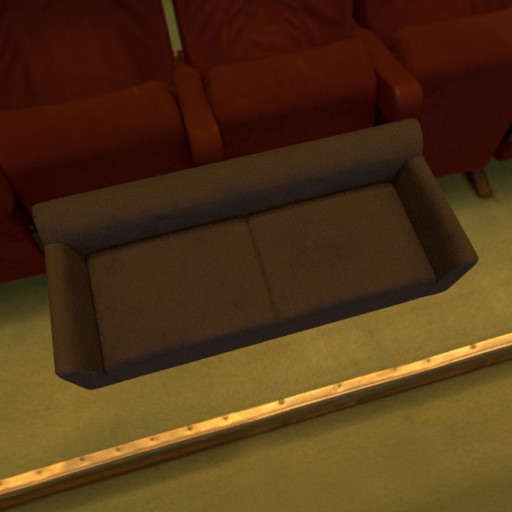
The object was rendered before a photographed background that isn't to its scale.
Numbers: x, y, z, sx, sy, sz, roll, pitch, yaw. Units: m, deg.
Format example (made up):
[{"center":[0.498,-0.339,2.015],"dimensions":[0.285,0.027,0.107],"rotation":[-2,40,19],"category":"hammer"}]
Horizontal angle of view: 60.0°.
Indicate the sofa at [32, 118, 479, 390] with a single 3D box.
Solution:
[{"center":[0.000,0.000,2.554],"dimensions":[2.190,0.740,0.900],"rotation":[-14,65,-7],"category":"sofa"}]
